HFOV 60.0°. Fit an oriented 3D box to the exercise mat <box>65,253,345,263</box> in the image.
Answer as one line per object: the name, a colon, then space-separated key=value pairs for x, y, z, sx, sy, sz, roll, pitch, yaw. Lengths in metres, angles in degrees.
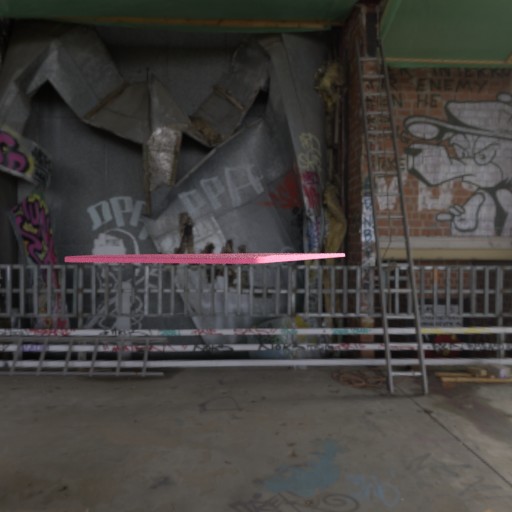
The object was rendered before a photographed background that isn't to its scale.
exercise mat: x=0.000 y=0.000 z=2.084 sx=0.616 sy=0.021 sz=1.884 roll=0 pitch=1 yaw=18
